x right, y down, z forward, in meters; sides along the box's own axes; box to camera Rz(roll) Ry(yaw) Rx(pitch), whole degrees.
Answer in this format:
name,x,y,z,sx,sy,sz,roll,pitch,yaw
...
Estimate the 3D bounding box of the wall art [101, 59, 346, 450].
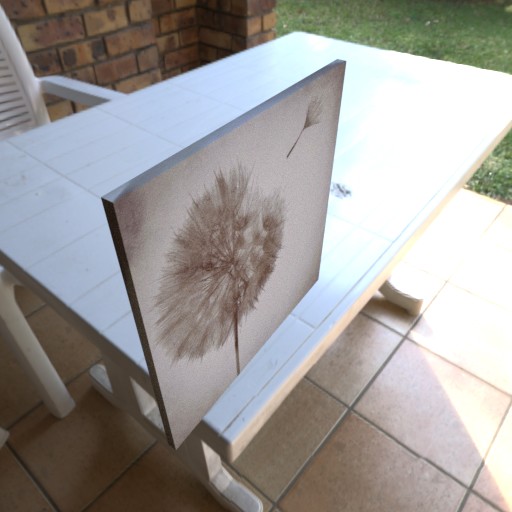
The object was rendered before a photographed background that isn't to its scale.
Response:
name,x,y,z,sx,sy,sz,roll,pitch,yaw
wall art,0.000,0.000,1.128,0.027,0.762,0.762,24,47,25
